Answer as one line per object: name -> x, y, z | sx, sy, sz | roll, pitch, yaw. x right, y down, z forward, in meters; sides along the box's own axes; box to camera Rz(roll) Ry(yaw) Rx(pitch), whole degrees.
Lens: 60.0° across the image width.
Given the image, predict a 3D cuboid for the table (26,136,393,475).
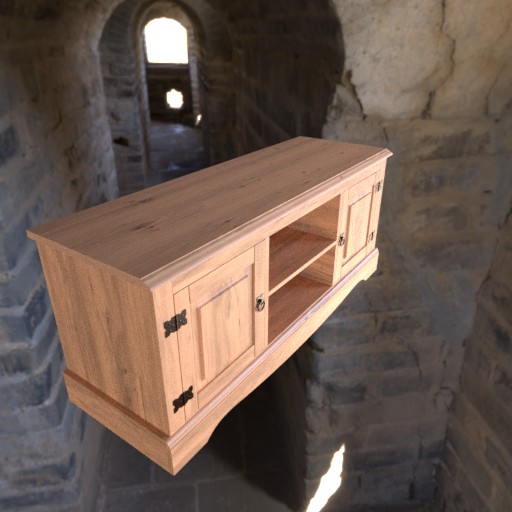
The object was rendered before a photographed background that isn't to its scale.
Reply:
table -> 0.000, 0.000, 1.432 | 0.400, 0.510, 1.200 | 18, 32, 31
